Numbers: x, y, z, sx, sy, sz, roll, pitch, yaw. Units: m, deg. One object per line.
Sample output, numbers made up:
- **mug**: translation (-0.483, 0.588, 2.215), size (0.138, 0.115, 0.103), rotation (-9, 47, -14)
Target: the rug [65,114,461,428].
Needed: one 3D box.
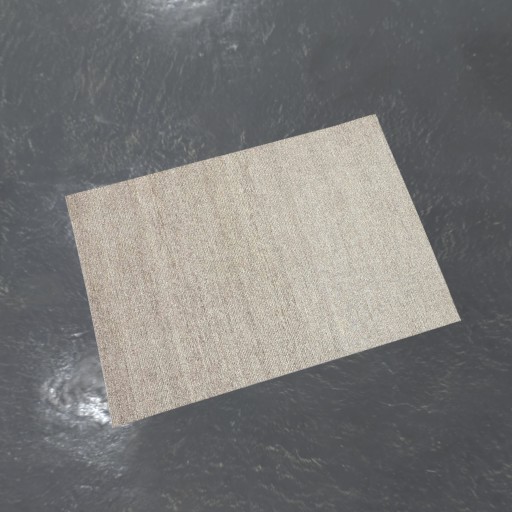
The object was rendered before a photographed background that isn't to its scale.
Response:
- **rug**: translation (0.000, 0.000, 3.015), size (2.342, 0.030, 1.609), rotation (-16, 75, -4)
